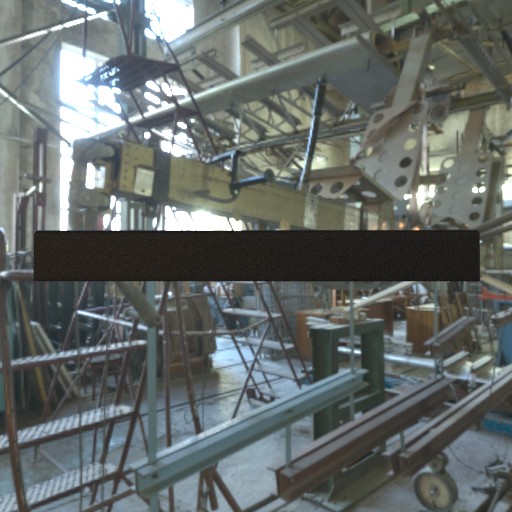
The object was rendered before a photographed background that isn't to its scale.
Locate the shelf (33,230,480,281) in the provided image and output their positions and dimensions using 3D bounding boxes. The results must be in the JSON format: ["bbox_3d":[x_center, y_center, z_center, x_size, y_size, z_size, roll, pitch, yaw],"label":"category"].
[{"bbox_3d":[0.000,0.000,0.502,0.456,0.053,0.102,0,-1,1],"label":"shelf"}]
